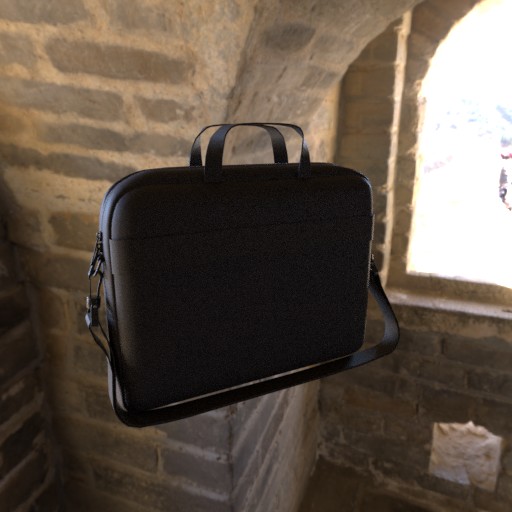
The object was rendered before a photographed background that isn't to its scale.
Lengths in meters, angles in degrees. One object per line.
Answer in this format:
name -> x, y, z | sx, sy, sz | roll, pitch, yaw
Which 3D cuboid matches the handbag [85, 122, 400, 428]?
handbag -> 0.000, 0.000, 0.578 | 0.429, 0.330, 0.126 | -8, 17, -26
